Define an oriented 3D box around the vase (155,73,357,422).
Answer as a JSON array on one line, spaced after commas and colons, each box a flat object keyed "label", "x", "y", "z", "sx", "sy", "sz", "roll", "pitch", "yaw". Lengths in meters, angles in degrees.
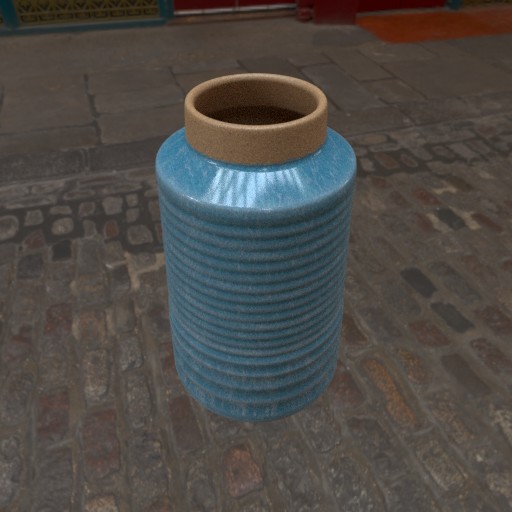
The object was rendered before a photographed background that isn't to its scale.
[{"label": "vase", "x": 0.000, "y": 0.000, "z": 0.368, "sx": 0.163, "sy": 0.267, "sz": 0.163, "roll": 0, "pitch": 41, "yaw": 0}]
